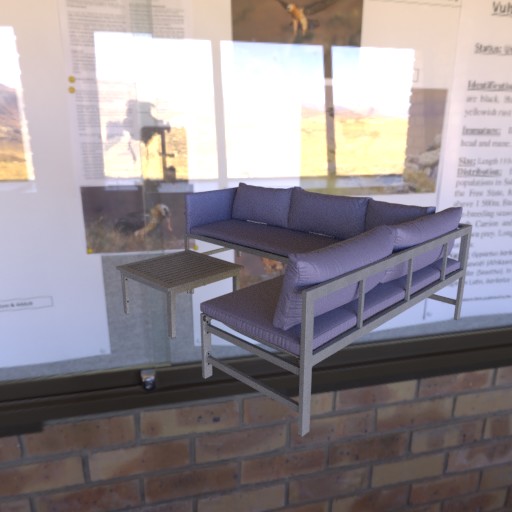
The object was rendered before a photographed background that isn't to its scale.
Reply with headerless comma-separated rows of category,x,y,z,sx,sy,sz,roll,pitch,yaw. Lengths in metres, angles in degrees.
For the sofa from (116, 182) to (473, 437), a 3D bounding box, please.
sofa,0.000,0.000,2.981,2.149,0.762,1.658,15,22,42
